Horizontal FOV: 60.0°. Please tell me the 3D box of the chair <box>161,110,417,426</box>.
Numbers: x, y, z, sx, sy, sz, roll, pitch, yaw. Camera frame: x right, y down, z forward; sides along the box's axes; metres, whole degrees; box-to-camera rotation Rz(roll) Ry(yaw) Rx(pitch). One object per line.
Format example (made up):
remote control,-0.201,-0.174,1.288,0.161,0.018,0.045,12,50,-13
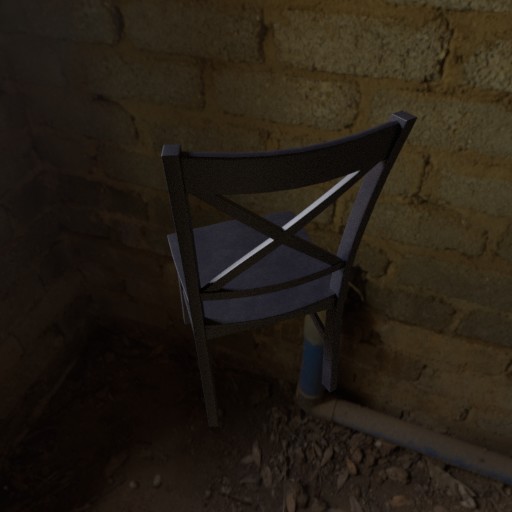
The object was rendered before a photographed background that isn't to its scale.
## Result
chair,0.000,0.000,1.285,0.485,0.983,0.542,-12,43,-13
